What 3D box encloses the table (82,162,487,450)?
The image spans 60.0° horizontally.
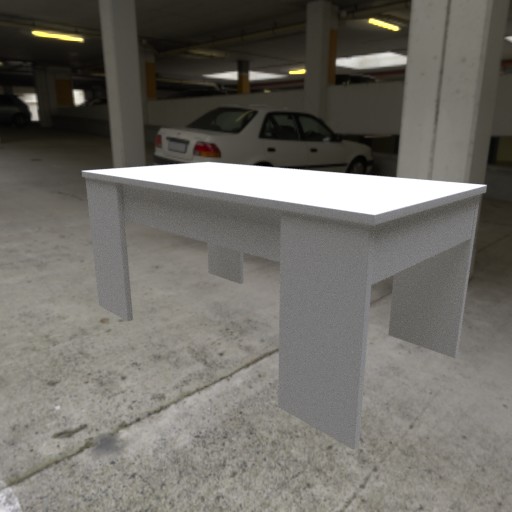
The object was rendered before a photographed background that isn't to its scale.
[{"bbox_3d":[0.000,0.000,1.246,1.000,0.440,0.500,15,22,42],"label":"table"}]
